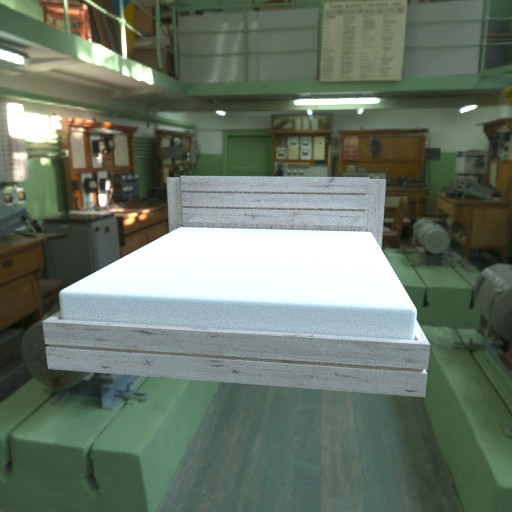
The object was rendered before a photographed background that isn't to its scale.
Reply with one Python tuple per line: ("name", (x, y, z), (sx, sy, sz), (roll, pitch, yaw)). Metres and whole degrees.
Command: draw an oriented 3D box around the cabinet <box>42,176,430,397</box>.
("cabinet", (0.000, 0.000, 3.064), (1.950, 0.970, 2.080), (2, 13, 8))
